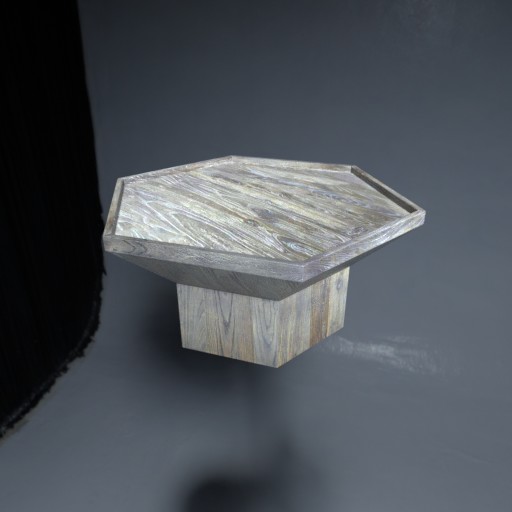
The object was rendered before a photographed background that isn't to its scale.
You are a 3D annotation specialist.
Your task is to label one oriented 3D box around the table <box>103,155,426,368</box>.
[{"bbox_3d":[0.000,0.000,1.645,1.115,0.488,0.966,8,28,16],"label":"table"}]
